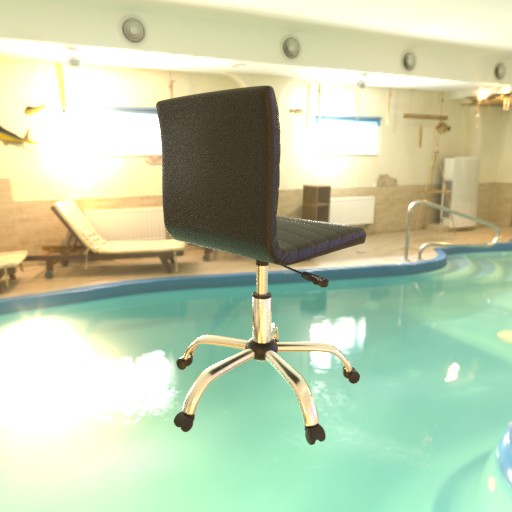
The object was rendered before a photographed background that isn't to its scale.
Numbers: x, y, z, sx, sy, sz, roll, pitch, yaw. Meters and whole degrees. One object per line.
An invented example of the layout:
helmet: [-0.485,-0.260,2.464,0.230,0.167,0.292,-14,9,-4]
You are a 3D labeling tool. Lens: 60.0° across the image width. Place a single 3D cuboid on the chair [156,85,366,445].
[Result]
chair: [0.000,0.000,1.156,0.530,0.780,0.556,-13,18,-43]
